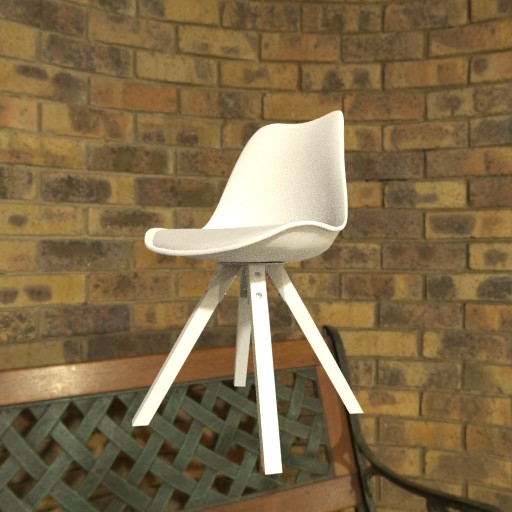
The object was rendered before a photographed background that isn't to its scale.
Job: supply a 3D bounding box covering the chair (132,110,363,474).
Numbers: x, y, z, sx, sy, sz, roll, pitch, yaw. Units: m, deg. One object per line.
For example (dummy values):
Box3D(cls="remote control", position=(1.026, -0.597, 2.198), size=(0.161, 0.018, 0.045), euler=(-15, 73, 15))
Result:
Box3D(cls="chair", position=(0.000, 0.000, 1.175), size=(0.485, 0.850, 0.550), euler=(0, 1, 36))
